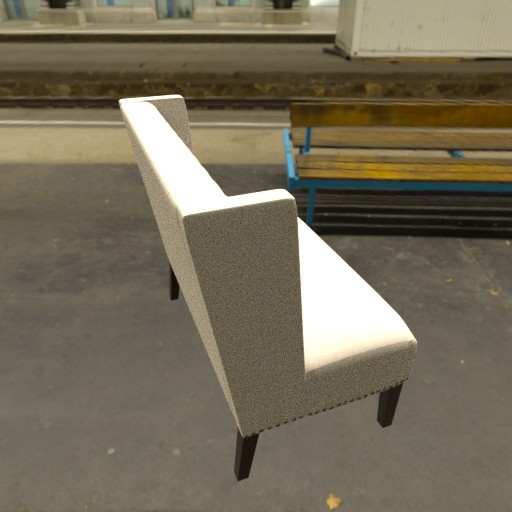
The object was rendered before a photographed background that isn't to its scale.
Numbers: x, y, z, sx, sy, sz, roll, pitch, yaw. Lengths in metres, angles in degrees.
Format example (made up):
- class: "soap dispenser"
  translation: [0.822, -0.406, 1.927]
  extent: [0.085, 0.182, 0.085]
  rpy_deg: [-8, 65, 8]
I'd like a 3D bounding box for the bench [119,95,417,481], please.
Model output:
- class: "bench"
  translation: [0.000, 0.000, 1.918]
  extent: [0.847, 1.123, 1.280]
  rpy_deg: [-12, 34, -18]
